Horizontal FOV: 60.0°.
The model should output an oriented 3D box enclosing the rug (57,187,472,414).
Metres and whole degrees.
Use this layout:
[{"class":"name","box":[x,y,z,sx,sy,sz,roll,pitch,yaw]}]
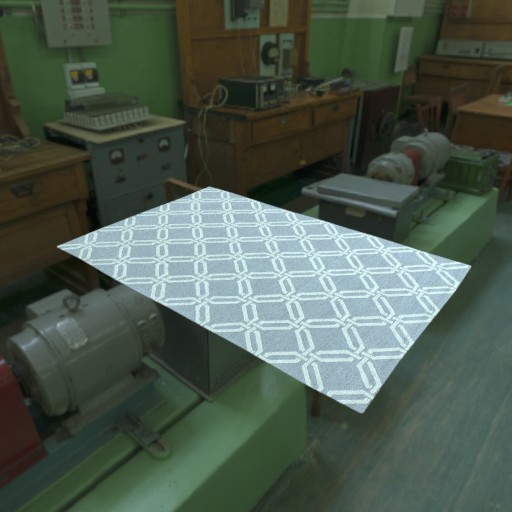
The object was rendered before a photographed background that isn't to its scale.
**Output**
[{"class":"rug","box":[0.000,0.000,2.210,1.754,0.010,1.148,21,36,33]}]
